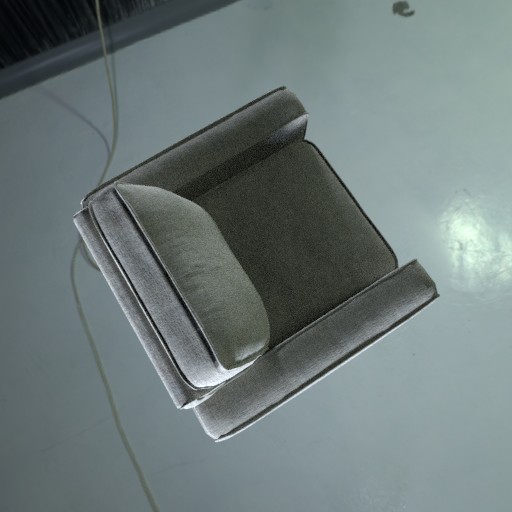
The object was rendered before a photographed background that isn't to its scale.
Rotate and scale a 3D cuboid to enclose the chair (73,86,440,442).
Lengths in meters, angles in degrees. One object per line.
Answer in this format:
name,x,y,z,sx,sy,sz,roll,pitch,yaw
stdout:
chair,0.000,0.000,1.707,0.940,0.914,1.016,-31,78,-8
